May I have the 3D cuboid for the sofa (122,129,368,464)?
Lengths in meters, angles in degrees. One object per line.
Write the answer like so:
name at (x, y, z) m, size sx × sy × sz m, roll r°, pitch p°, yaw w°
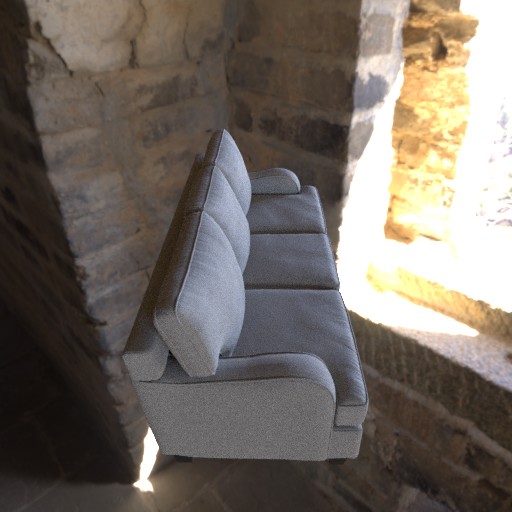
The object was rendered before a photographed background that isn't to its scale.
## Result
sofa at (0.000, 0.000, 2.810) m, size 1.016 × 0.997 × 2.323 m, roll 0°, pitch 32°, yaw 1°
